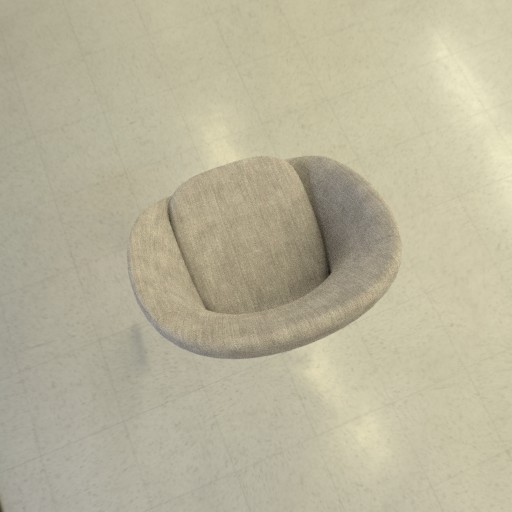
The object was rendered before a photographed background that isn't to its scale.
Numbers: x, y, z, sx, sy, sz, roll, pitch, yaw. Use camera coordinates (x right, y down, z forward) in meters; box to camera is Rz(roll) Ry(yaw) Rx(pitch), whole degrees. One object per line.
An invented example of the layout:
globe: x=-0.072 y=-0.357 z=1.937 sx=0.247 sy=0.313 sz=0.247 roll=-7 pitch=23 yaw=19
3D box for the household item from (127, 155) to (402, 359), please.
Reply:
household item: x=0.000 y=0.000 z=1.291 sx=0.643 sy=0.869 sz=0.587 roll=-19 pitch=76 yaw=-5
